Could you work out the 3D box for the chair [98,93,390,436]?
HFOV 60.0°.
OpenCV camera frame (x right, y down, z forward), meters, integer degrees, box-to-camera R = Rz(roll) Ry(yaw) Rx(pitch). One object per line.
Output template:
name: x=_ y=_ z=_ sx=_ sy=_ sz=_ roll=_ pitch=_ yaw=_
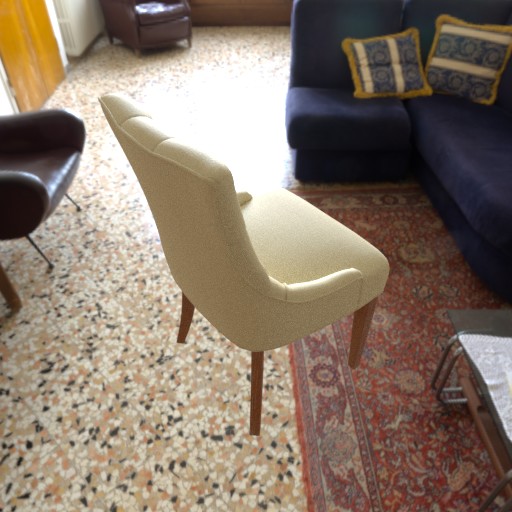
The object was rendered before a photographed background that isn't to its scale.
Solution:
chair: x=0.000 y=0.000 z=1.195 sx=0.565 sy=0.874 sz=0.509 roll=-27 pitch=47 yaw=-28
